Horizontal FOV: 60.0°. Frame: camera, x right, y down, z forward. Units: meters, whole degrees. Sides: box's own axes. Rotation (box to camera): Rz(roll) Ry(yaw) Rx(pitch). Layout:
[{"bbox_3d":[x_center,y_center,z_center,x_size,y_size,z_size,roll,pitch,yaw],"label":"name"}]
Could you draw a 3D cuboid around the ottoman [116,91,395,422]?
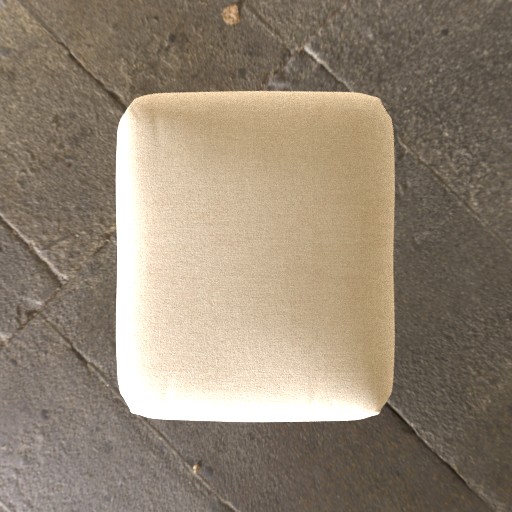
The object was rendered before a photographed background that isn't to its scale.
[{"bbox_3d":[0.000,0.000,1.130,0.622,0.450,0.747,0,91,1],"label":"ottoman"}]
